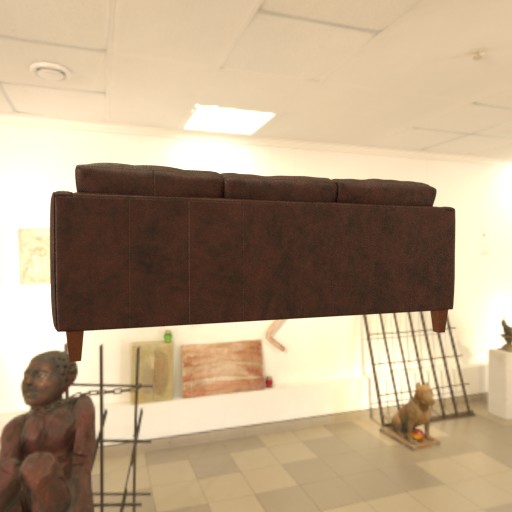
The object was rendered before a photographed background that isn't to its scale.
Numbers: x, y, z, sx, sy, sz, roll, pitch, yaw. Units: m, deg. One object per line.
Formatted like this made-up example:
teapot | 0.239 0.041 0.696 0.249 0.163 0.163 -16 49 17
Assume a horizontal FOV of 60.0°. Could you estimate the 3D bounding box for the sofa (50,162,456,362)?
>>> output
sofa | 0.000 0.000 3.000 2.464 1.006 1.045 0 1 -20
